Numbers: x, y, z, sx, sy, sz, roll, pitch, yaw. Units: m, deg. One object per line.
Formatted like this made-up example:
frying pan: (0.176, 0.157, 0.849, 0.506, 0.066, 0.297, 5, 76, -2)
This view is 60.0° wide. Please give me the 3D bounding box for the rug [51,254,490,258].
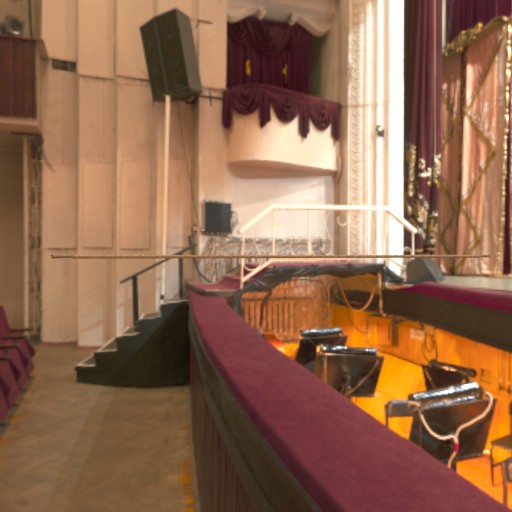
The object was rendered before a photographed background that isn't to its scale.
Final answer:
rug: (0.000, 0.000, 2.241, 1.771, 0.015, 1.223, 0, 0, -19)
